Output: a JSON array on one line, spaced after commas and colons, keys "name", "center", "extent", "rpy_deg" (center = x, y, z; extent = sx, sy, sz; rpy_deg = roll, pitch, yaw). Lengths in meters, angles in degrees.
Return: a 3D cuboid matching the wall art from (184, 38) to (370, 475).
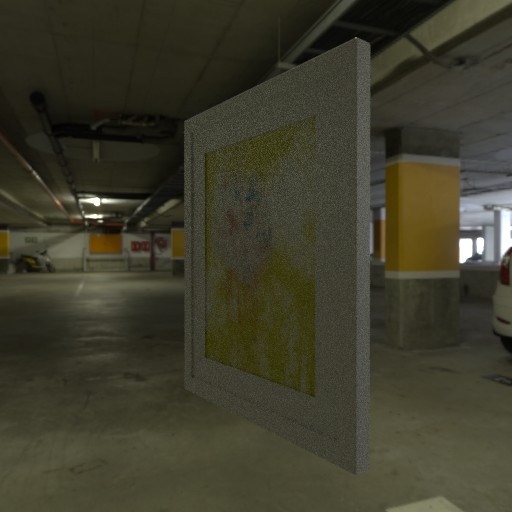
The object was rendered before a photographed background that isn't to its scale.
[{"name": "wall art", "center": [0.000, 0.000, 0.750], "extent": [0.028, 0.556, 0.454], "rpy_deg": [0, 1, -38]}]
